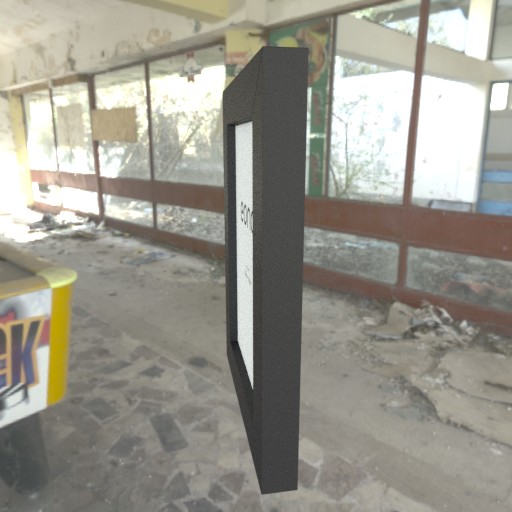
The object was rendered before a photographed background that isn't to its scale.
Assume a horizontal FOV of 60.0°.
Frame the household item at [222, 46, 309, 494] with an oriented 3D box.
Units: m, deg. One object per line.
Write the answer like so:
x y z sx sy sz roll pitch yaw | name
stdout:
0.000 0.000 0.233 0.022 0.178 0.133 -2 14 -10 | household item
